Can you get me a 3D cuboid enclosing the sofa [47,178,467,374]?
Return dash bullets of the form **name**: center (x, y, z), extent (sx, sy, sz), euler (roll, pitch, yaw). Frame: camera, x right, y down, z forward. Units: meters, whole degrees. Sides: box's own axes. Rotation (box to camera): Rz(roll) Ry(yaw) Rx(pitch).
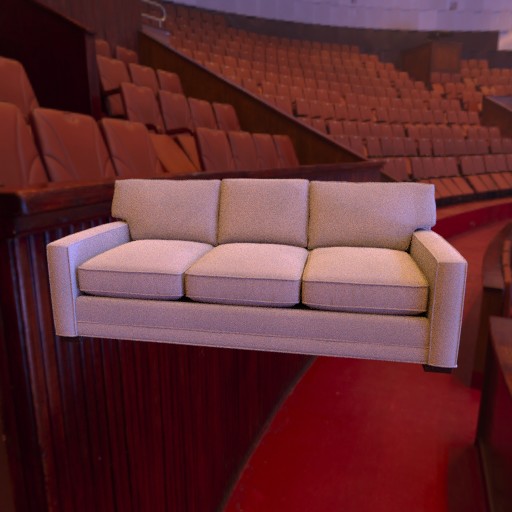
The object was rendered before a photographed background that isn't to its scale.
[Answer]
- **sofa**: center (0.000, 0.000, 2.607), extent (2.088, 0.862, 0.935), euler (2, 14, 10)
